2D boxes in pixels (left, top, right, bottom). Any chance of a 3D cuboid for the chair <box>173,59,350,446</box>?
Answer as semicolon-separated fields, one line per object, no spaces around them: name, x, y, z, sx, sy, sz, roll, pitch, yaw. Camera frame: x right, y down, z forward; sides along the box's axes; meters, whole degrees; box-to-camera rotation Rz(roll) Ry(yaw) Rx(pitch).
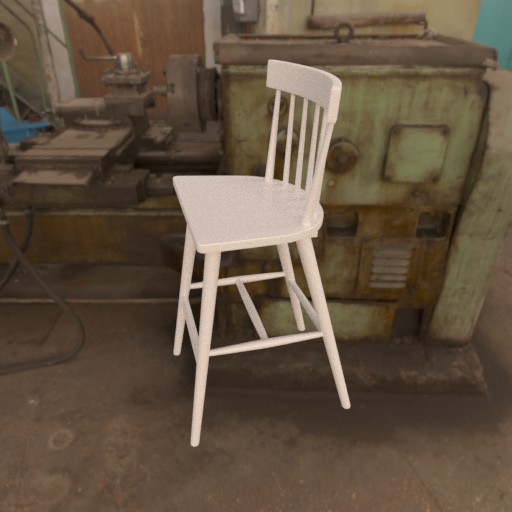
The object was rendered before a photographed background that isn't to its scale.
chair;0.000;0.000;1.415;0.572;1.092;0.483;-9;32;-14
